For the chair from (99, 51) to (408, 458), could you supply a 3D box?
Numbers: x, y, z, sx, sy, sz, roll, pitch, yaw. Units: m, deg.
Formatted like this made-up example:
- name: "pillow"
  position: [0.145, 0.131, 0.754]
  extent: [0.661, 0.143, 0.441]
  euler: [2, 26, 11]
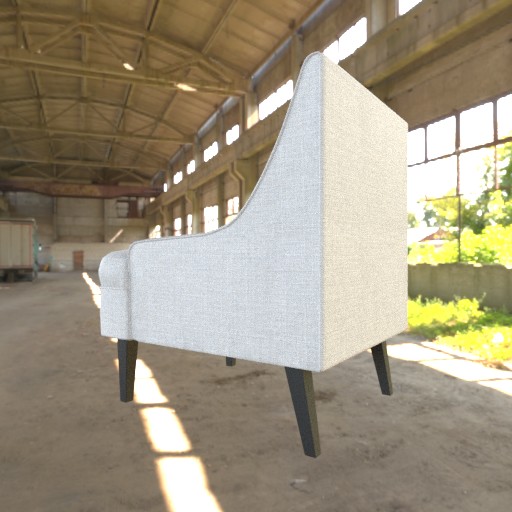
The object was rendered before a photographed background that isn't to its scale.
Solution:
- name: "chair"
  position: [0.000, 0.000, 1.402]
  extent: [0.772, 0.891, 0.658]
  euler: [0, 1, 35]
